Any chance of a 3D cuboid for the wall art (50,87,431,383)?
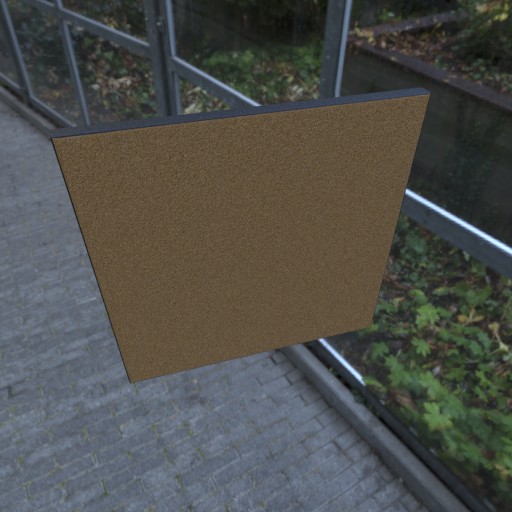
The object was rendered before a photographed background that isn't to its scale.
[{"bbox_3d":[0.000,0.000,0.667,0.456,0.453,0.022,-11,42,-12],"label":"wall art"}]
